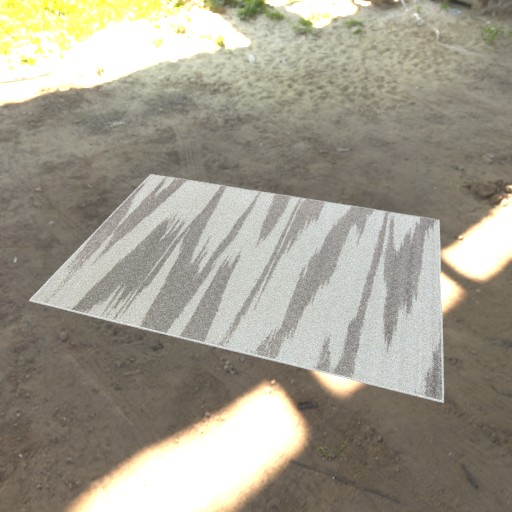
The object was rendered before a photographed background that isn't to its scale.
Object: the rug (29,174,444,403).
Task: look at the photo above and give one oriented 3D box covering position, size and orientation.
[{"bbox_3d":[0.000,0.000,2.291,1.827,0.008,1.225,11,41,13],"label":"rug"}]
